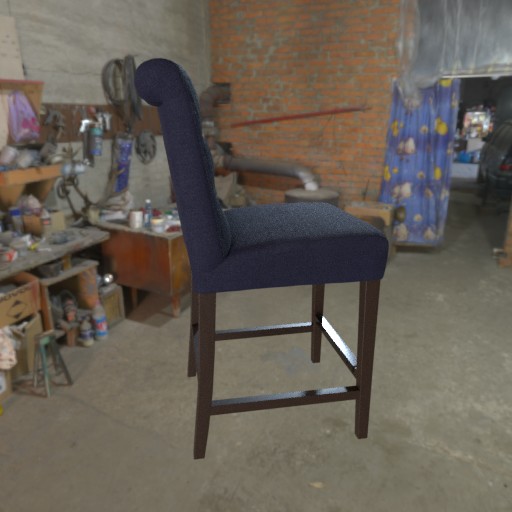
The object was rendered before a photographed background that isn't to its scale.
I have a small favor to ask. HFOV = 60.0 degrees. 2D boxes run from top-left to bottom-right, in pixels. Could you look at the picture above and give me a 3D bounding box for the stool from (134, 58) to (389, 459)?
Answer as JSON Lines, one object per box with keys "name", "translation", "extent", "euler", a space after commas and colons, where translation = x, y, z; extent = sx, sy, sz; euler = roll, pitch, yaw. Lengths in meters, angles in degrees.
{"name": "stool", "translation": [0.000, 0.000, 1.301], "extent": [0.601, 1.010, 0.493], "euler": [-3, 17, -10]}
